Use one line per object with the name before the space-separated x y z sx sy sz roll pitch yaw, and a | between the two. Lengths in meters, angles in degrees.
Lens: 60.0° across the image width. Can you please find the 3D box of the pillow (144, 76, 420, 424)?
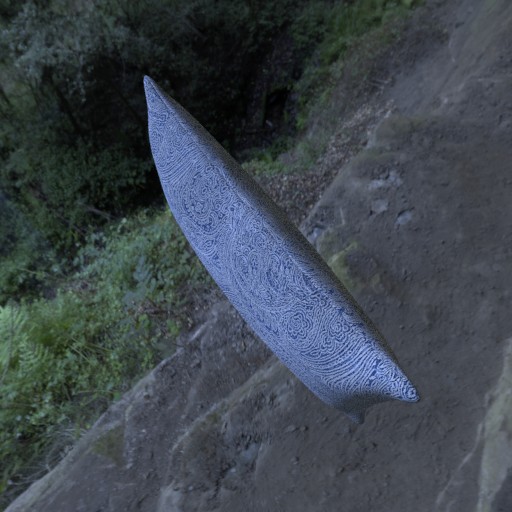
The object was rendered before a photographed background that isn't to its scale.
pillow | 0.000 0.000 0.727 0.151 0.295 0.615 -33 68 -15
